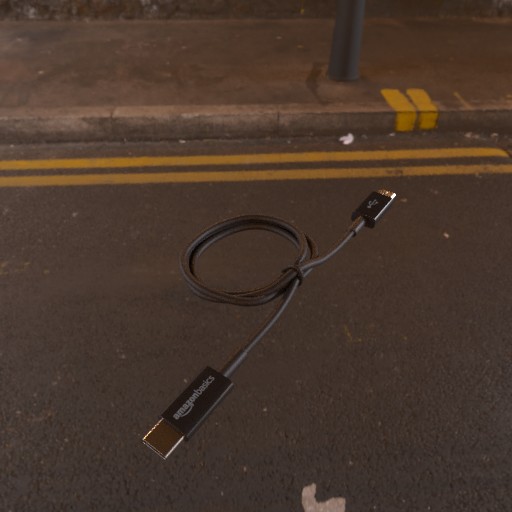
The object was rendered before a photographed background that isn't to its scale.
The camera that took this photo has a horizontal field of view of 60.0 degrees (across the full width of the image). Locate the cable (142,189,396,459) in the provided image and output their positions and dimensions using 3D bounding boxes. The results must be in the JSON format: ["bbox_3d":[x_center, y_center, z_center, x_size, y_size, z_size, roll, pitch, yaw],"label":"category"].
[{"bbox_3d":[0.000,0.000,0.215,0.070,0.014,0.192,25,46,26],"label":"cable"}]
